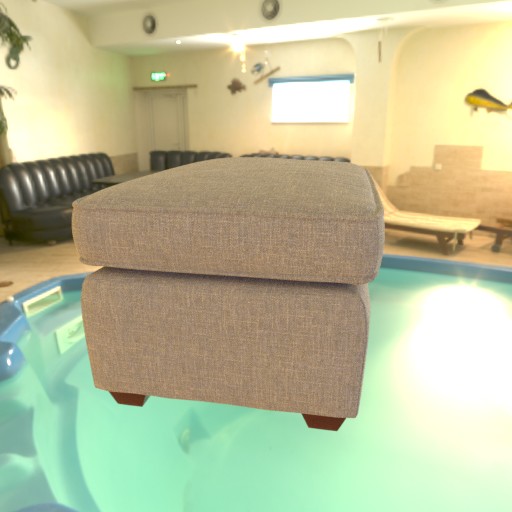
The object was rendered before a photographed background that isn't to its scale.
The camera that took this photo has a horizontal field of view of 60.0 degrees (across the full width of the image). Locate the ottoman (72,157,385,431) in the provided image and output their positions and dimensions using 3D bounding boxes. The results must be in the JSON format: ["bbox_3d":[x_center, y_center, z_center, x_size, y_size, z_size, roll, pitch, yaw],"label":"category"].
[{"bbox_3d":[0.000,0.000,1.118,0.559,0.457,0.762,3,17,10],"label":"ottoman"}]
